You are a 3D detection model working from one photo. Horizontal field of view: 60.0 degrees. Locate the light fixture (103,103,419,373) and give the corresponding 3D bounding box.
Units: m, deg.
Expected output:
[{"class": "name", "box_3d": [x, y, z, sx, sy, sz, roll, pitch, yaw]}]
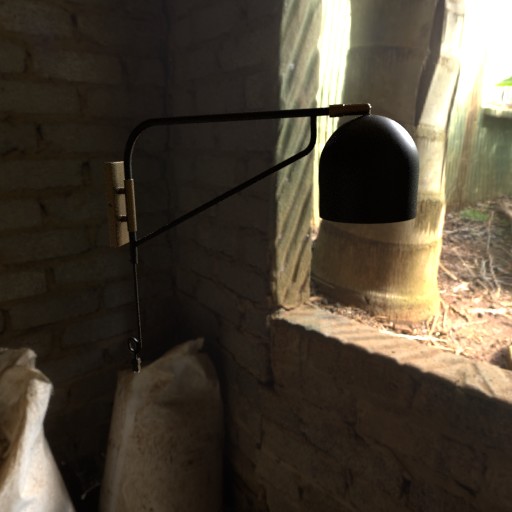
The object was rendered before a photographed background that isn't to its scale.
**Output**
[{"class": "light fixture", "box_3d": [0.000, 0.000, 1.073, 0.720, 0.696, 0.215, 3, 15, 10]}]
